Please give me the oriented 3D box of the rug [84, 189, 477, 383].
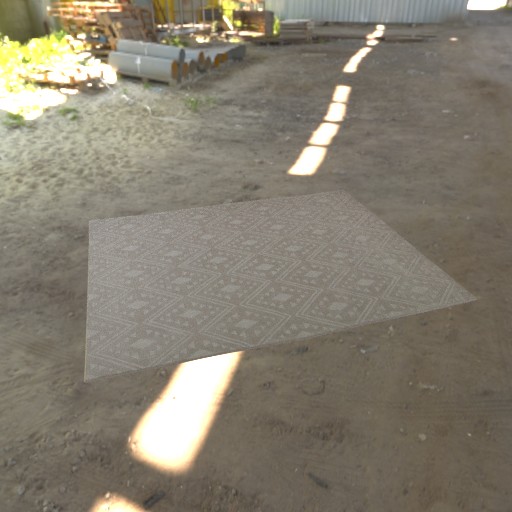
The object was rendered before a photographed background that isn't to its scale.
[{"bbox_3d":[0.000,0.000,4.166,3.011,0.054,2.399,-9,32,-15],"label":"rug"}]
